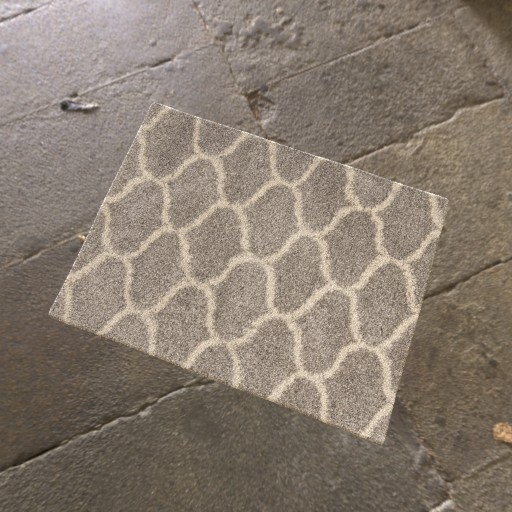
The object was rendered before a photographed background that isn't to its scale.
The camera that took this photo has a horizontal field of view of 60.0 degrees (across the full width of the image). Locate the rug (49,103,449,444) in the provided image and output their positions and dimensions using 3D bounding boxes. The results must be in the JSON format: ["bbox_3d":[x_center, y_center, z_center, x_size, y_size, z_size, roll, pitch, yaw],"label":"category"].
[{"bbox_3d":[0.000,0.000,2.116,1.600,0.025,1.200,20,76,5],"label":"rug"}]
